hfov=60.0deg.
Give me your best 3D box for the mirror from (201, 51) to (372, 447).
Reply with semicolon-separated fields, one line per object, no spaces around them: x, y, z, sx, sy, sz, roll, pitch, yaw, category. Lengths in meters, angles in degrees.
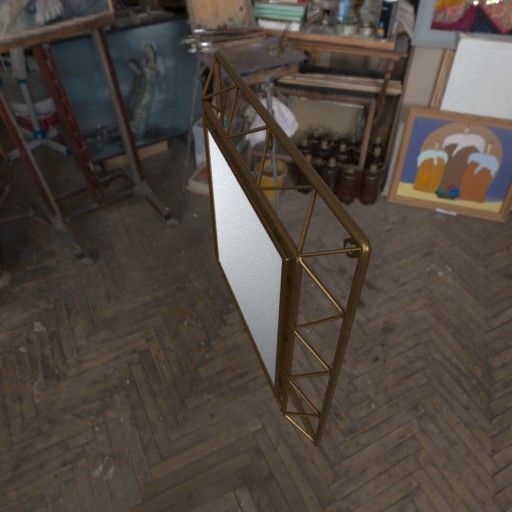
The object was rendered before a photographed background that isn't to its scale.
0.000;0.000;0.624;0.046;0.414;0.416;-15;48;-14;mirror
